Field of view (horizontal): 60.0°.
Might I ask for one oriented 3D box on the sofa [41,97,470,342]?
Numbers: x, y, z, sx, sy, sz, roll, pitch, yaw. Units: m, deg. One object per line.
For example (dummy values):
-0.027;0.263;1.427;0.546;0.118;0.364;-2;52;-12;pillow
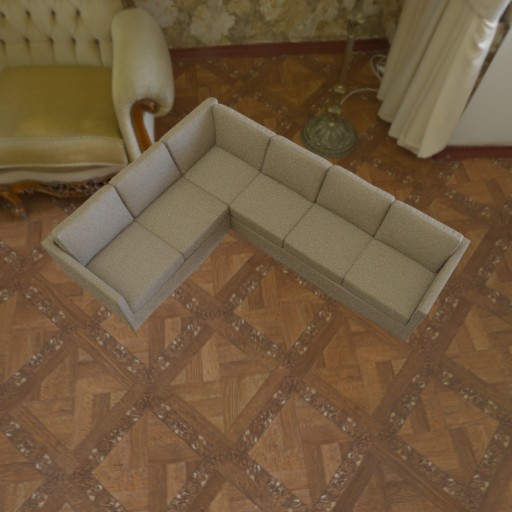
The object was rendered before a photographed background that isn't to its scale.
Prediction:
0.000;0.000;4.305;3.182;0.871;2.432;33;66;17;sofa
